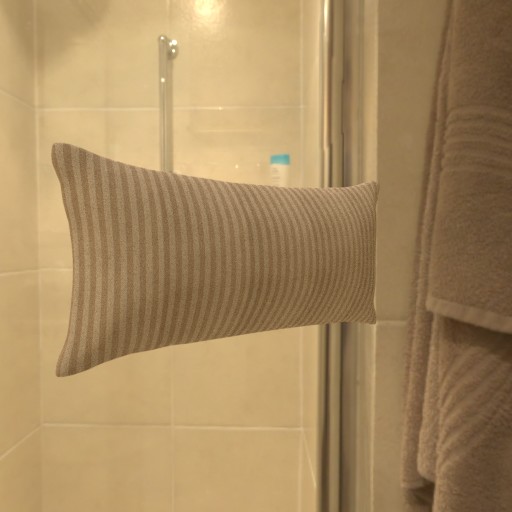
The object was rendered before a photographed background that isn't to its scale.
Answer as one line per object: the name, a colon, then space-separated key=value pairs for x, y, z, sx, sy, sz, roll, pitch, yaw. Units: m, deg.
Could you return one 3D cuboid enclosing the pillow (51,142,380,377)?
pillow: x=0.000 y=0.000 z=0.728 sx=0.617 sy=0.295 sz=0.151 roll=-1 pitch=2 yaw=-36
